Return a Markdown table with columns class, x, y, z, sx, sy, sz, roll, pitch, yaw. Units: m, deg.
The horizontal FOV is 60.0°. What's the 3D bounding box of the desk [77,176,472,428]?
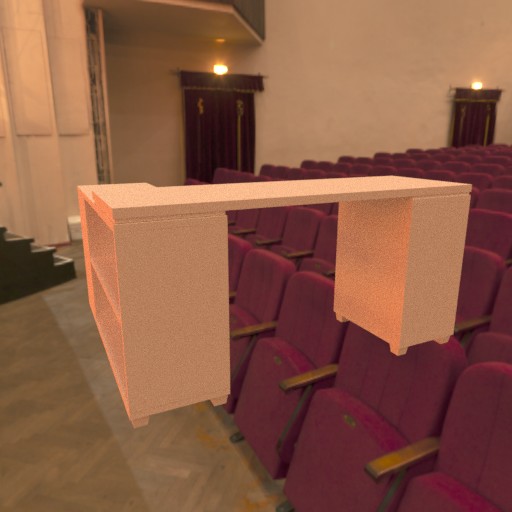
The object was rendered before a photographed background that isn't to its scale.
| class | x | y | z | sx | sy | sz | roll | pitch | yaw |
| --- | --- | --- | --- | --- | --- | --- | --- | --- | --- |
| desk | 0.000 | 0.000 | 2.239 | 1.524 | 0.759 | 1.199 | -7 | 17 | -25 |
